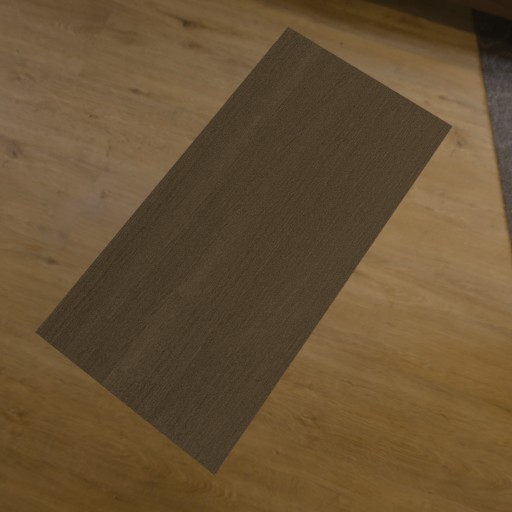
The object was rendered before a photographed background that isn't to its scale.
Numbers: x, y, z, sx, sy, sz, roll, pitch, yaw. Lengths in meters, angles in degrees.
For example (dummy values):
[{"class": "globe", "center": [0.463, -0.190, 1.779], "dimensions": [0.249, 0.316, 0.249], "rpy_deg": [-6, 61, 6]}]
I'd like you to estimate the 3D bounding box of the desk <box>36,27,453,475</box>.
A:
[{"class": "desk", "center": [0.000, 0.000, 1.519], "dimensions": [0.557, 0.729, 1.099], "rpy_deg": [35, 79, 8]}]
